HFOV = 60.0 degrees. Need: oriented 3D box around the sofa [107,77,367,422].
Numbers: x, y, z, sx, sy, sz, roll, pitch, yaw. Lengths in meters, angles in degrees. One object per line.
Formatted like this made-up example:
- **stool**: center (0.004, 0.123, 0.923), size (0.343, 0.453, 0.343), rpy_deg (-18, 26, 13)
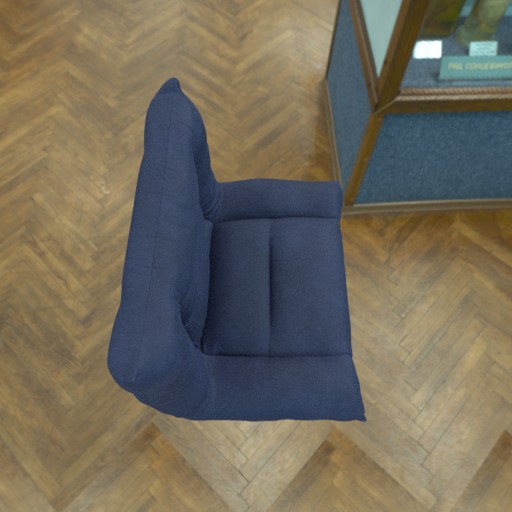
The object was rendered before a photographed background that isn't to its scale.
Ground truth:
- **sofa**: center (0.000, 0.000, 1.688), size (0.849, 0.778, 1.122), rpy_deg (0, 63, 0)
